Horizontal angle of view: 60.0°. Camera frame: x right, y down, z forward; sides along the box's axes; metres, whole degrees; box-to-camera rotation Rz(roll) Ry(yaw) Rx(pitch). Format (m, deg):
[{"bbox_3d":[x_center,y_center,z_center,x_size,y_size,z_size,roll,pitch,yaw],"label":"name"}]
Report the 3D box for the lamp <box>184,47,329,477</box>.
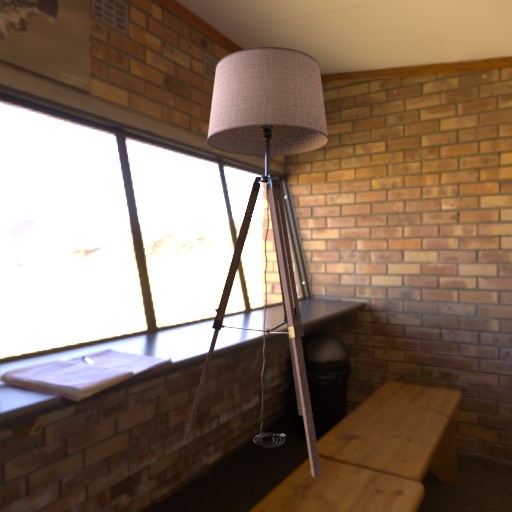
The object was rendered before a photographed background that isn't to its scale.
[{"bbox_3d":[0.000,0.000,1.811,0.587,1.510,0.604,0,0,0],"label":"lamp"}]
